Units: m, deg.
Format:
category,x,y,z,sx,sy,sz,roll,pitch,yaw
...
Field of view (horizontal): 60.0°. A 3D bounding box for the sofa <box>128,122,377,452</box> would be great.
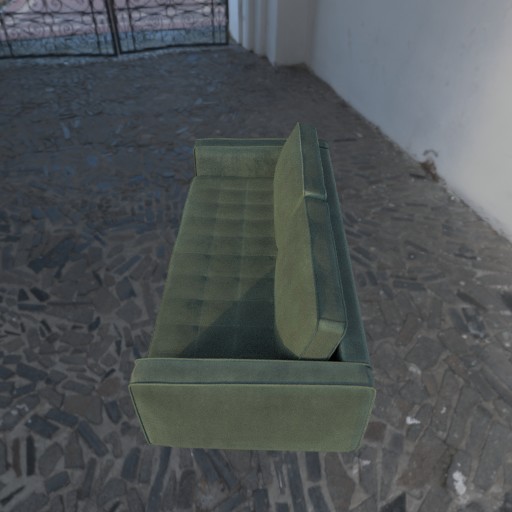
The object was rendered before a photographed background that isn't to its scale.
category,x,y,z,sx,sy,sz,roll,pitch,yaw
sofa,0.000,0.000,2.290,0.886,0.781,1.816,1,42,1
